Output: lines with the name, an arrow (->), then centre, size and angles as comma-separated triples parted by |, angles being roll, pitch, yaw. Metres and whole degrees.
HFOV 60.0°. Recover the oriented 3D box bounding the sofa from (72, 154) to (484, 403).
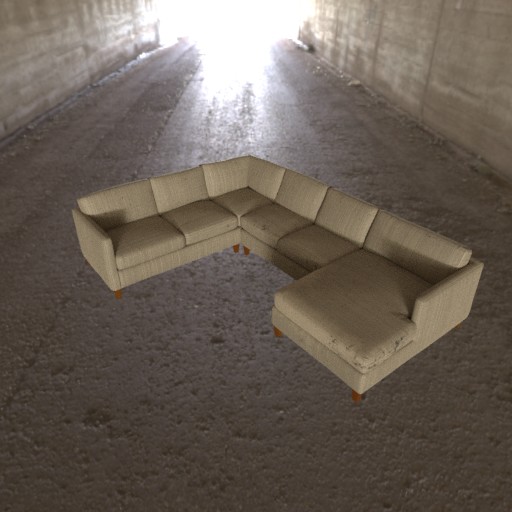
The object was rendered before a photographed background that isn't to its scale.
sofa -> 0.000, 0.000, 4.584 | 2.594, 0.961, 3.460 | -22, 38, -32
